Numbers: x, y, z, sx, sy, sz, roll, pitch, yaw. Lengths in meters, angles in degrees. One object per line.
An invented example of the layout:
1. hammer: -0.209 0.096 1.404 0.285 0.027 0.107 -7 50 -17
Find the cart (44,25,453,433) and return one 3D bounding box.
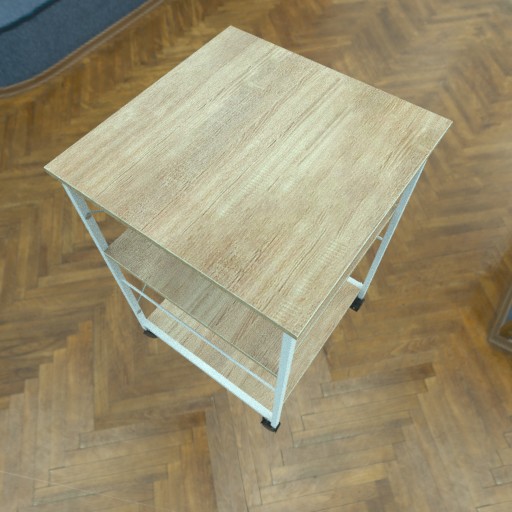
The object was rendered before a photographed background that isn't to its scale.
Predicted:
1. cart: 0.000 0.000 1.112 0.520 0.762 0.521 32 63 18
